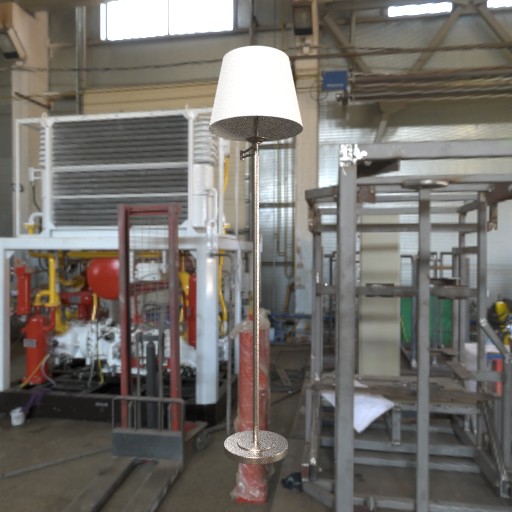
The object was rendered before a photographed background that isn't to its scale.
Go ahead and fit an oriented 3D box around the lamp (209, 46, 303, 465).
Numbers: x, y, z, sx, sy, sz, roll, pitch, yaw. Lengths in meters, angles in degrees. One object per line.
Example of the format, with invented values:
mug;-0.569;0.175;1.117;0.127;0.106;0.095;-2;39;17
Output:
lamp;0.000;0.000;1.681;0.355;1.473;0.355;0;0;0
